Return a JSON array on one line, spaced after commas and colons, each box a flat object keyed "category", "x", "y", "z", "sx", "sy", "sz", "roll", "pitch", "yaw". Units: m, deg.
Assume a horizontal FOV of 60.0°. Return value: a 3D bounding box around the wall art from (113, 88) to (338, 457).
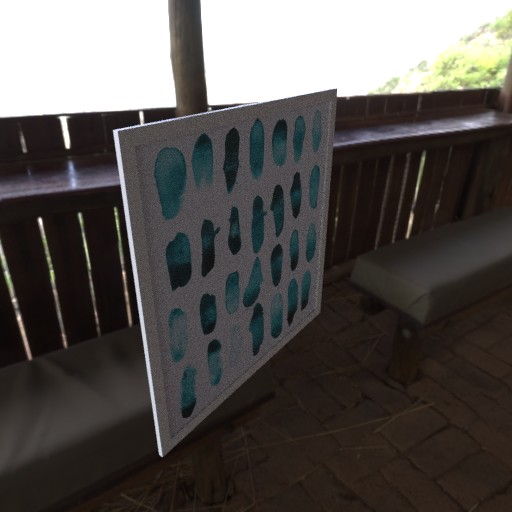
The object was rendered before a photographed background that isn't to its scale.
[{"category": "wall art", "x": 0.000, "y": 0.000, "z": 0.850, "sx": 0.009, "sy": 0.559, "sz": 0.558, "roll": 19, "pitch": 32, "yaw": 32}]
